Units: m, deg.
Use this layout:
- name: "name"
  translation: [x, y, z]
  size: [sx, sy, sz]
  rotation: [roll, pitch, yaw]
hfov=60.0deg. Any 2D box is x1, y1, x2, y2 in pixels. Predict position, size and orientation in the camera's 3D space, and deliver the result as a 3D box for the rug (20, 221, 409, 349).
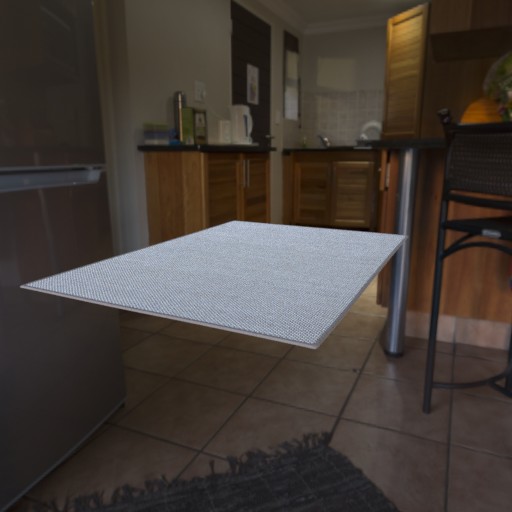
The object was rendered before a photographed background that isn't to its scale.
- name: "rug"
  translation: [0.000, 0.000, 2.736]
  size: [1.517, 0.013, 2.115]
  rotation: [7, 16, 26]
